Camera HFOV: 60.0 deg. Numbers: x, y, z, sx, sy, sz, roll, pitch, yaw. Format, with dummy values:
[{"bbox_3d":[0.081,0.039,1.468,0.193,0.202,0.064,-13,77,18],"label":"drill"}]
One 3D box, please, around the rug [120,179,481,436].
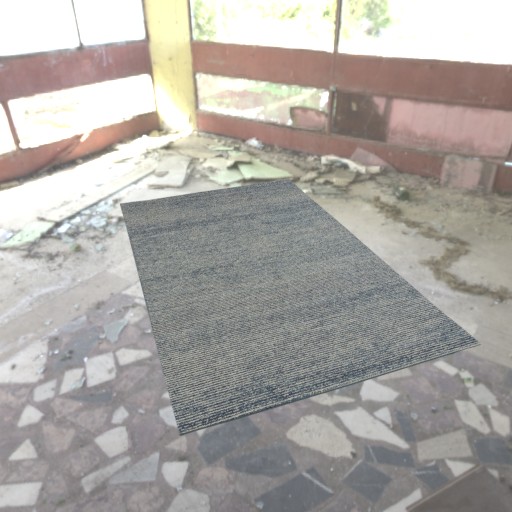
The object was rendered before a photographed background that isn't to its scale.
[{"bbox_3d":[0.000,0.000,2.196,1.145,0.021,1.777,-11,33,-17],"label":"rug"}]
